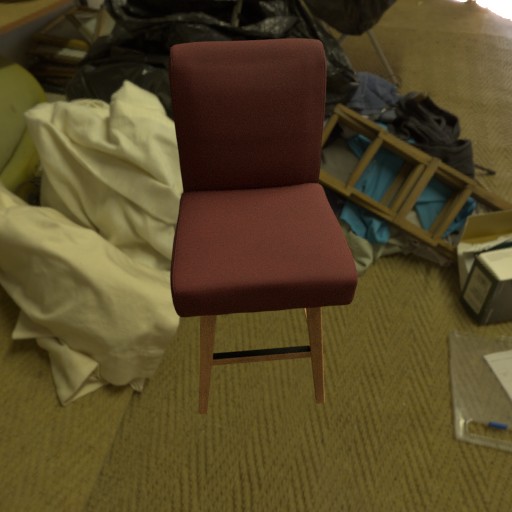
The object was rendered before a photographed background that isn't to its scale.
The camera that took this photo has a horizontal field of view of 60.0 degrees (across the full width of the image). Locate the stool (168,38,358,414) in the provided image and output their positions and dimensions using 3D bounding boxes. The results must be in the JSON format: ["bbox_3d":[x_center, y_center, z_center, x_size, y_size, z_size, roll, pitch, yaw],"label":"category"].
[{"bbox_3d":[0.000,0.000,1.371,0.468,1.093,0.562,-4,47,-4],"label":"stool"}]
